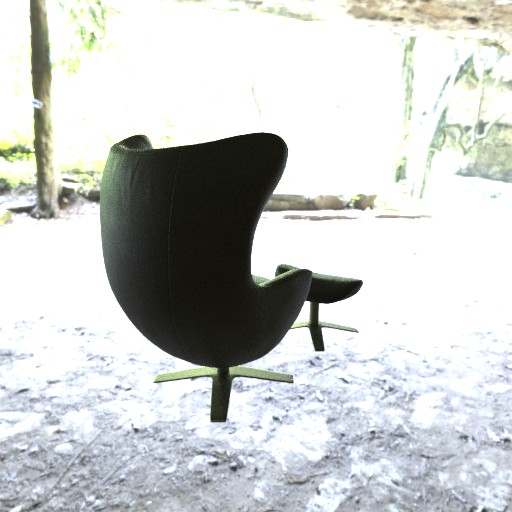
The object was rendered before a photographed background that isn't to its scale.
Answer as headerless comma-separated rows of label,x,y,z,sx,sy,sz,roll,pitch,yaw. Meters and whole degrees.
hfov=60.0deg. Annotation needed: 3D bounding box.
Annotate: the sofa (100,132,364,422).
sofa,0.000,0.000,2.143,1.444,1.135,0.894,-14,20,-43
